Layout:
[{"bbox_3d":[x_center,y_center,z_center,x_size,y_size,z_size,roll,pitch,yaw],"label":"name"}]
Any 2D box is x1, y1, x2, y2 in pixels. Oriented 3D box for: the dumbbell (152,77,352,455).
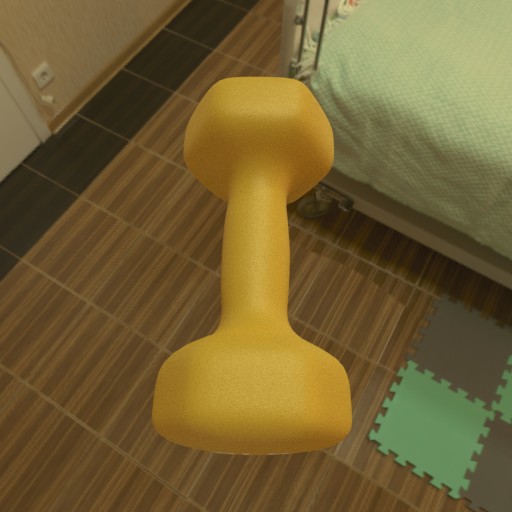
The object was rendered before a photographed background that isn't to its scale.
[{"bbox_3d":[0.000,0.000,0.232,0.090,0.082,0.190,2,64,1],"label":"dumbbell"}]
